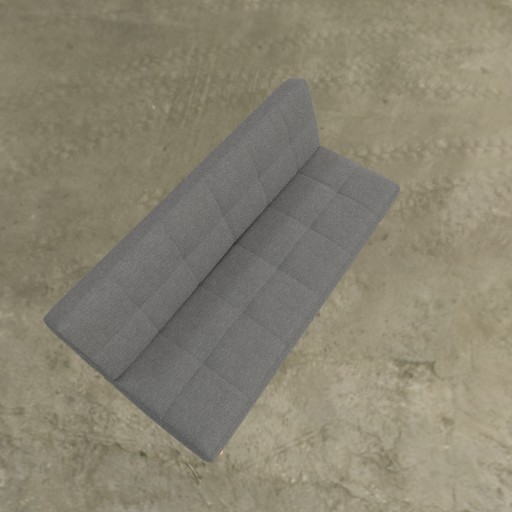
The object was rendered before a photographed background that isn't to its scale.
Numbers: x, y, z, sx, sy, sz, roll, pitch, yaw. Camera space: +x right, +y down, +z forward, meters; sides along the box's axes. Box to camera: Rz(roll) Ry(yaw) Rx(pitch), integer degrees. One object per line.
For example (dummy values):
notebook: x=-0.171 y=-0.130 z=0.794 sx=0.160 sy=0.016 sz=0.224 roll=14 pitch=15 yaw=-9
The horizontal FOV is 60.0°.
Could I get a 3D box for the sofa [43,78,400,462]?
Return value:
sofa: x=0.000 y=0.000 z=2.288 sx=0.820 sy=0.770 sz=1.820 roll=32 pitch=64 yaw=17
